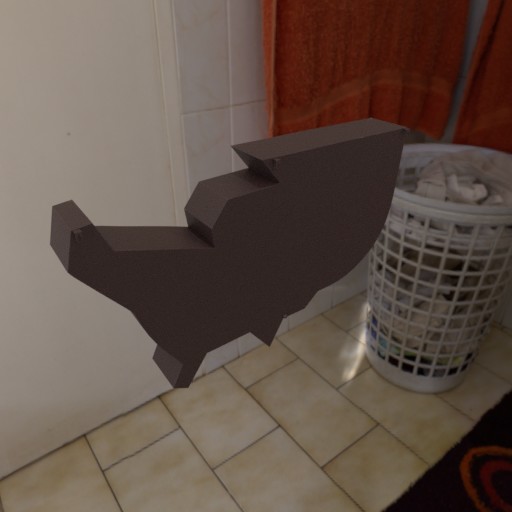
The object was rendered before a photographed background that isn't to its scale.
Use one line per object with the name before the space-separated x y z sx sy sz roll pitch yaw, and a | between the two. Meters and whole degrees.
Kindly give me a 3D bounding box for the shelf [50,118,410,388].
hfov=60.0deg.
shelf | 0.000 0.000 0.912 0.729 0.439 0.112 -20 36 -30
